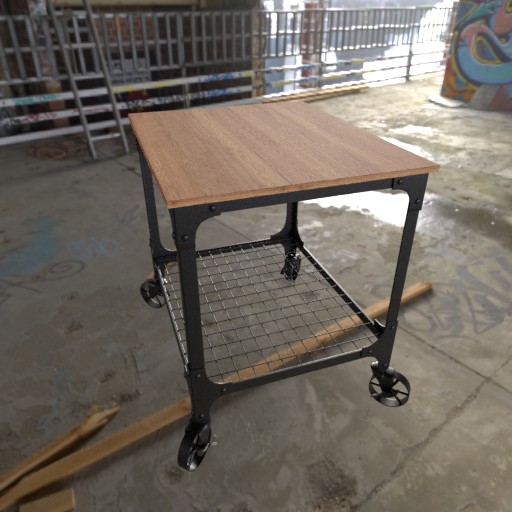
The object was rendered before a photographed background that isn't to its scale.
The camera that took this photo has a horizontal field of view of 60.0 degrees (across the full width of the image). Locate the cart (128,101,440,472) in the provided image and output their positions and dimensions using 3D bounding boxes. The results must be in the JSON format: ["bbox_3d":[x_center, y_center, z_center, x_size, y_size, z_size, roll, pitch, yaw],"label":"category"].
[{"bbox_3d":[0.000,0.000,1.104,0.558,0.603,0.666,-10,32,-17],"label":"cart"}]
